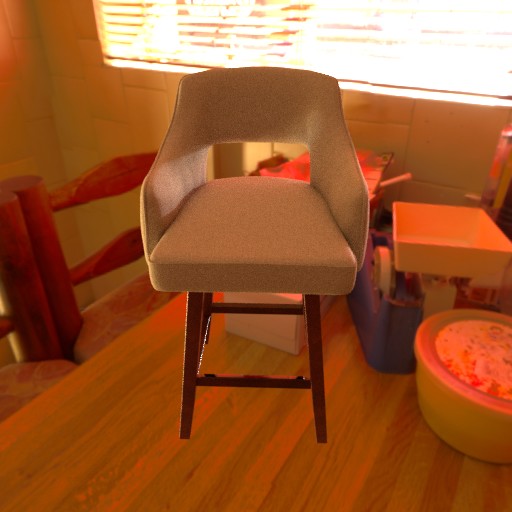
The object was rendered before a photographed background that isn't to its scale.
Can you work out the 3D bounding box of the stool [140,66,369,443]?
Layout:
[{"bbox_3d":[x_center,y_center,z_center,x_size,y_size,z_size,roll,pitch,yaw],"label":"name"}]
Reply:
[{"bbox_3d":[0.000,0.000,1.259,0.550,0.936,0.560,1,30,2],"label":"stool"}]
